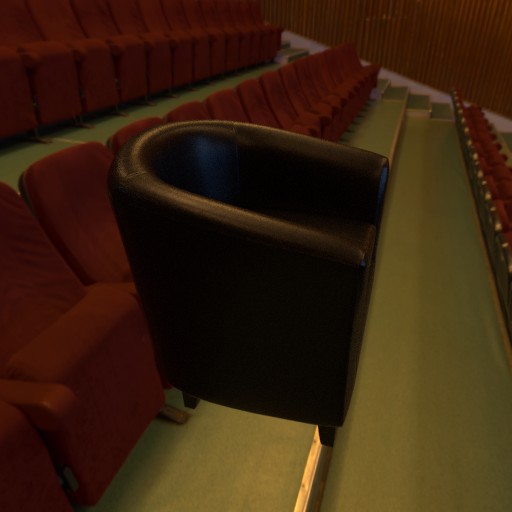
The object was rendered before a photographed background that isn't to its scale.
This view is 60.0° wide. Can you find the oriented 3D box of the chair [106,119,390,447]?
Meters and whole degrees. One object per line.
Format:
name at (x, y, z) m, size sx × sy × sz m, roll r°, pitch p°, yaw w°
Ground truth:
chair at (0.000, 0.000, 1.409) m, size 0.727 × 0.756 × 0.793 m, roll 9°, pitch 30°, yaw 16°
